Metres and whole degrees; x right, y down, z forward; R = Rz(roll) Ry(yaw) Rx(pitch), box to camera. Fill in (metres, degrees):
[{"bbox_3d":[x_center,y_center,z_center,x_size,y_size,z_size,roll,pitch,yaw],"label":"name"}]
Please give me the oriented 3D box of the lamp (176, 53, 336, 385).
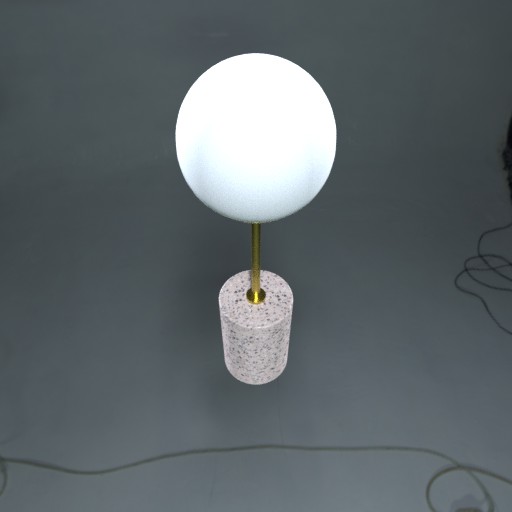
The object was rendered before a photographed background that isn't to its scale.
[{"bbox_3d":[0.000,0.000,0.548,0.153,0.480,0.153,0,47,0],"label":"lamp"}]
